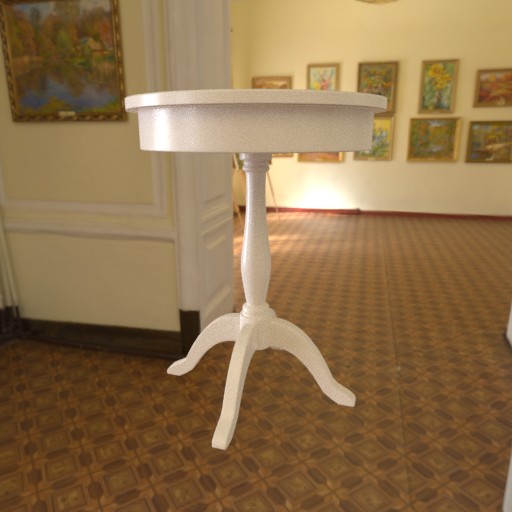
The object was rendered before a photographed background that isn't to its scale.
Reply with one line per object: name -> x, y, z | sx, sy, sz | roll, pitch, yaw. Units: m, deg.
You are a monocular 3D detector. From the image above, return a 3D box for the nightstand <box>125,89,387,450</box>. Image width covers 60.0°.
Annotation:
nightstand -> 0.000, 0.000, 0.985 | 0.513, 0.653, 0.513 | 8, 17, 26
